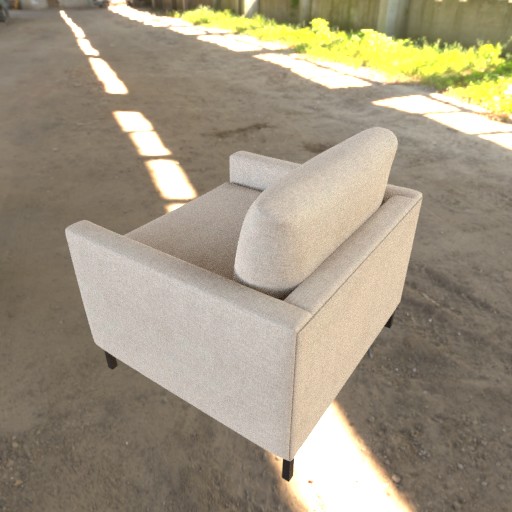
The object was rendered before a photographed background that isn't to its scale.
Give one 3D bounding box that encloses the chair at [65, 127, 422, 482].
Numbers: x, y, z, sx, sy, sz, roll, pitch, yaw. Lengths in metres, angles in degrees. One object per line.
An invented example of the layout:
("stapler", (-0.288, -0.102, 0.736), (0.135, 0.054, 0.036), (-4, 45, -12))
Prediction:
("chair", (0.000, 0.000, 1.611), (0.866, 0.861, 0.963), (20, 37, 29))
